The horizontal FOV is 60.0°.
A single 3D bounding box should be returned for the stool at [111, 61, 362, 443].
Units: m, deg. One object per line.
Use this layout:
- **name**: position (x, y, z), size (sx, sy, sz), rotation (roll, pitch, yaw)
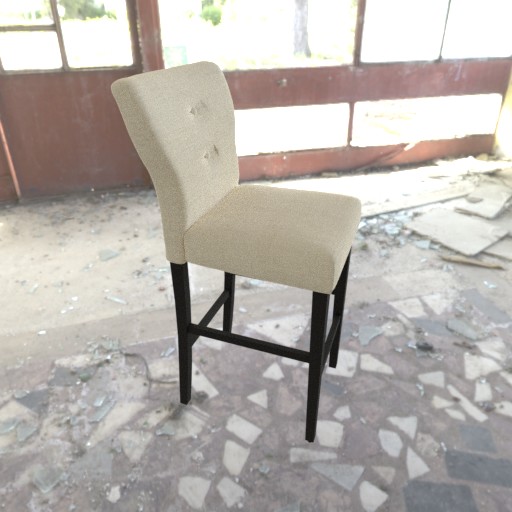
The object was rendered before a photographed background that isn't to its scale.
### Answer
- **stool**: position (0.000, 0.000, 1.454), size (0.603, 1.124, 0.516), rotation (11, 32, 18)
